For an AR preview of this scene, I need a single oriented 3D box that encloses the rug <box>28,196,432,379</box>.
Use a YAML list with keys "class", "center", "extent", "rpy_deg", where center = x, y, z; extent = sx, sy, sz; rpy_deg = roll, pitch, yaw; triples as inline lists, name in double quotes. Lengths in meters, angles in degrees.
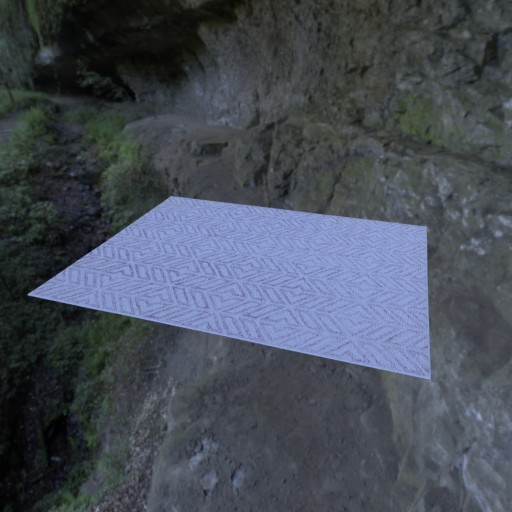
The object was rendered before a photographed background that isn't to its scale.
- class: "rug"
  center: [0.000, 0.000, 4.135]
  extent: [3.045, 0.008, 2.421]
  rpy_deg: [9, 29, 16]
